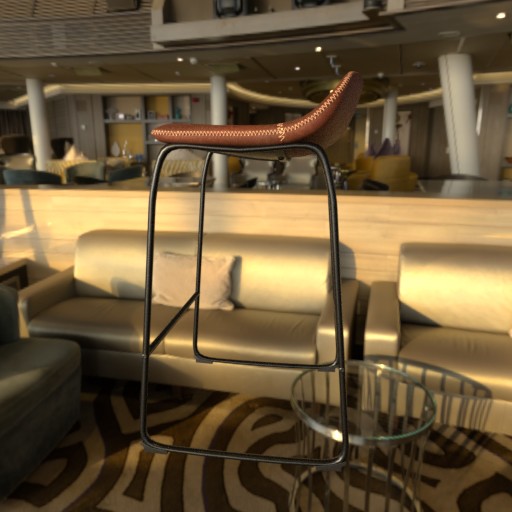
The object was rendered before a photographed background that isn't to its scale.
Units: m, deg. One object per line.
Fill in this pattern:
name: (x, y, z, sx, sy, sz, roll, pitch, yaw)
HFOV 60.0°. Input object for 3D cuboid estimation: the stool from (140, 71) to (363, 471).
stool: (0.000, 0.000, 1.100, 0.473, 0.830, 0.454, 2, 14, 8)
